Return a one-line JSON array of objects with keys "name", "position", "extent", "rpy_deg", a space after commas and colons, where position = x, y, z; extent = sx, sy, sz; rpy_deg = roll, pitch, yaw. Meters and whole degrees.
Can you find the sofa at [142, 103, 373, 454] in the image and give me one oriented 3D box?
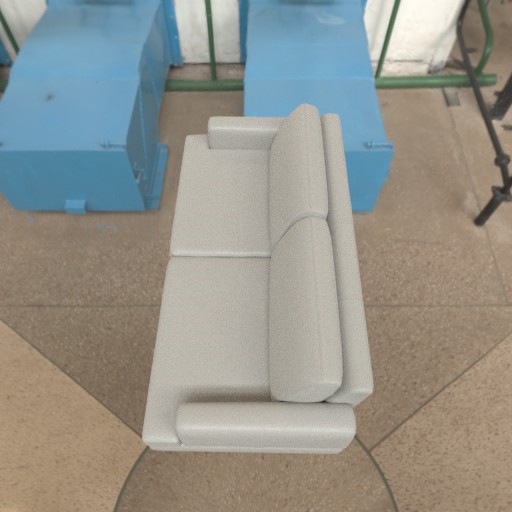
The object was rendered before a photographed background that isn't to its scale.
[{"name": "sofa", "position": [0.000, 0.000, 2.425], "extent": [0.974, 0.765, 1.940], "rpy_deg": [1, 57, 1]}]
